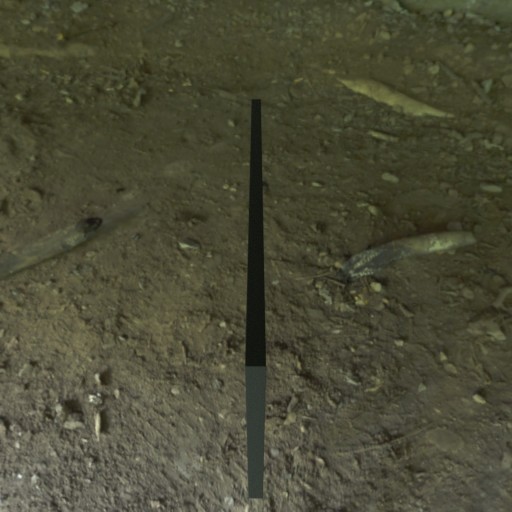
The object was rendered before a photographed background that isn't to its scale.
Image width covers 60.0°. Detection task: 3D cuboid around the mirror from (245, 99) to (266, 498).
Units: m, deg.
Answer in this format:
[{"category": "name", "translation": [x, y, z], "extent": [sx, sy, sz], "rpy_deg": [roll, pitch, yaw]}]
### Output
[{"category": "mirror", "translation": [0.000, 0.000, 1.798], "extent": [0.047, 0.692, 1.584], "rpy_deg": [0, 40, 0]}]
